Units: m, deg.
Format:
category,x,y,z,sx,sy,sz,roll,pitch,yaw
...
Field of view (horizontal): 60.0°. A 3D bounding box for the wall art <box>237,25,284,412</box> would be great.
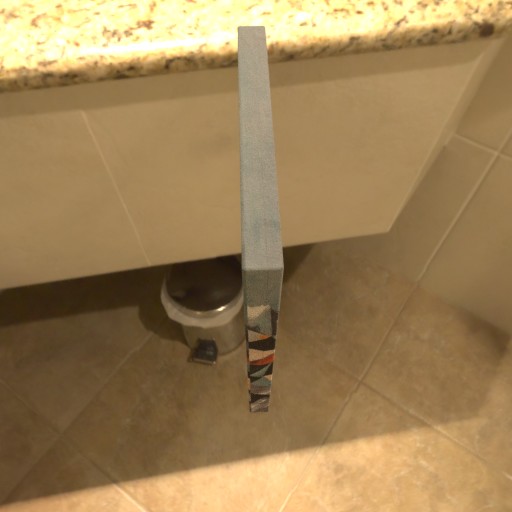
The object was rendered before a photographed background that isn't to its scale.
category,x,y,z,sx,sy,sz,roll,pitch,yaw
wall art,0.000,0.000,1.184,0.061,0.911,0.609,-2,58,-1
